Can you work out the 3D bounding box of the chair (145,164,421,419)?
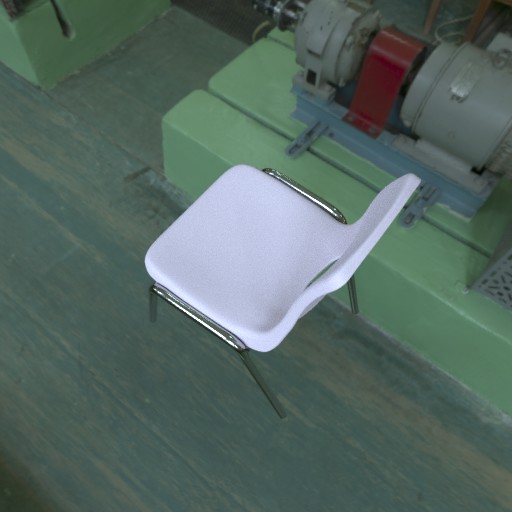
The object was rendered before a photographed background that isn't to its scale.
[{"bbox_3d":[0.000,0.000,0.908,0.436,0.653,0.381,34,67,17],"label":"chair"}]
